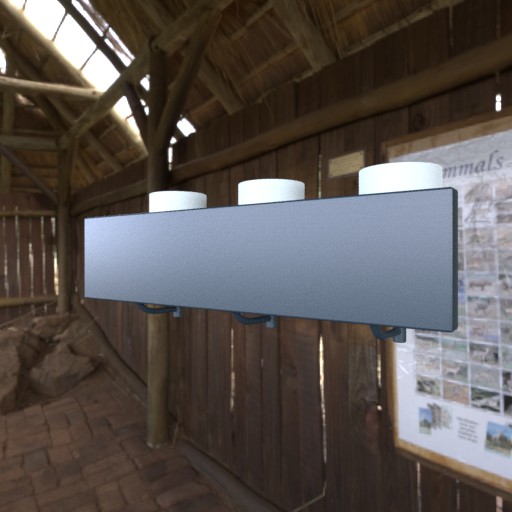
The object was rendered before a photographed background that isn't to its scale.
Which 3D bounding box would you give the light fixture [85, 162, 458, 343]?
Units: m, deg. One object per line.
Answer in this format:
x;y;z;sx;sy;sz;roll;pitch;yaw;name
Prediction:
0.000;0.000;0.508;0.451;0.172;0.145;0;0;36;light fixture
